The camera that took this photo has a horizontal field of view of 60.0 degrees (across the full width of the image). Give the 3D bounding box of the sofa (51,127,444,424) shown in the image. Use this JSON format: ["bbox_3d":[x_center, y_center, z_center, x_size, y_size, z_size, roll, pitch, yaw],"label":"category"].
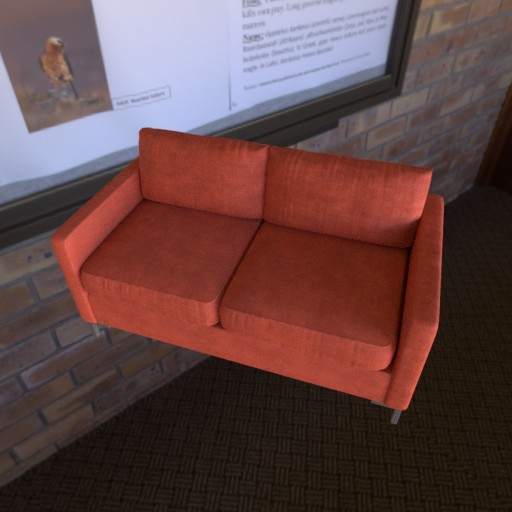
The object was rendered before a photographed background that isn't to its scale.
[{"bbox_3d":[0.000,0.000,2.094,1.574,0.896,0.864,13,42,14],"label":"sofa"}]
